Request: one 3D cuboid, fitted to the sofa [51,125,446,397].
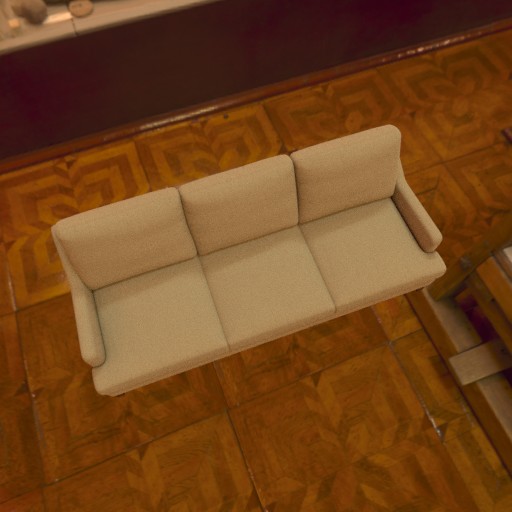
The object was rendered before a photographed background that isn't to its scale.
[{"bbox_3d":[0.000,0.000,2.871,2.321,0.913,1.000,-18,65,-8],"label":"sofa"}]
